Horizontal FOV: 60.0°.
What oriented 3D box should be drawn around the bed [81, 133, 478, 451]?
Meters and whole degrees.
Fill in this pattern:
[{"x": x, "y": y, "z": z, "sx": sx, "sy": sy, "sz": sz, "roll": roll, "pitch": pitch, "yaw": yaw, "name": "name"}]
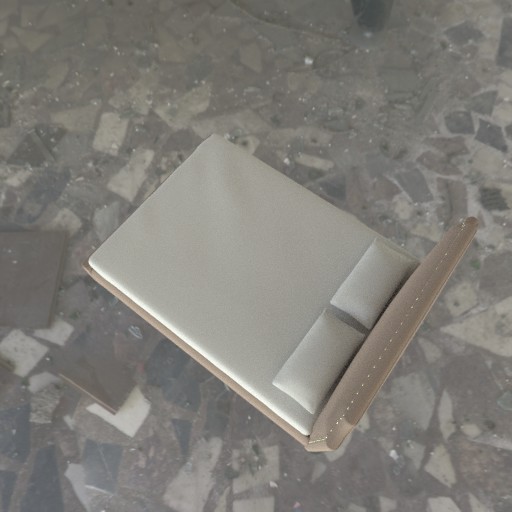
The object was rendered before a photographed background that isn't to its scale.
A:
[{"x": 0.000, "y": 0.000, "z": 3.390, "sx": 2.372, "sy": 1.443, "sz": 1.713, "roll": 35, "pitch": 70, "yaw": 14, "name": "bed"}]
